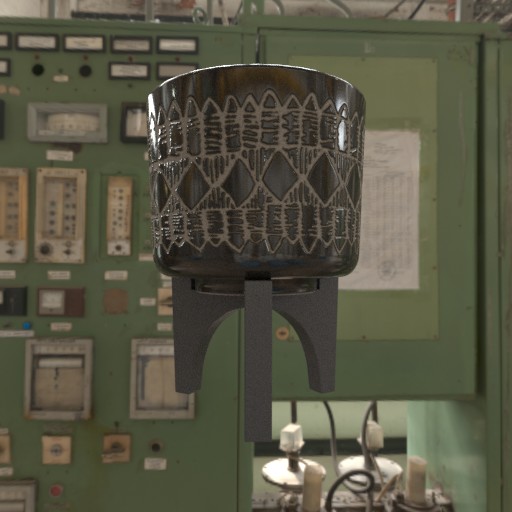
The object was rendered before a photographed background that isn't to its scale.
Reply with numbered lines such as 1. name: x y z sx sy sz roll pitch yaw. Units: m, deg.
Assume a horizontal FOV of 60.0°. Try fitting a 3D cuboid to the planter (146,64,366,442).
1. planter: 0.000 0.000 0.267 0.129 0.177 0.129 0 0 0
